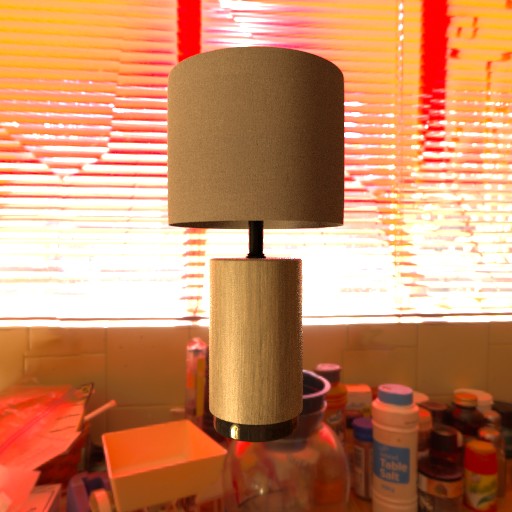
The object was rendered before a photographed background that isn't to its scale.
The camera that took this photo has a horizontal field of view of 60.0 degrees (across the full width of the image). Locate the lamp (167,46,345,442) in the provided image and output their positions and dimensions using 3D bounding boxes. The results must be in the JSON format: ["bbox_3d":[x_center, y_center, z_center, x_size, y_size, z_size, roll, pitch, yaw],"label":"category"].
[{"bbox_3d":[0.000,0.000,0.581,0.228,0.444,0.228,-1,1,-36],"label":"lamp"}]
